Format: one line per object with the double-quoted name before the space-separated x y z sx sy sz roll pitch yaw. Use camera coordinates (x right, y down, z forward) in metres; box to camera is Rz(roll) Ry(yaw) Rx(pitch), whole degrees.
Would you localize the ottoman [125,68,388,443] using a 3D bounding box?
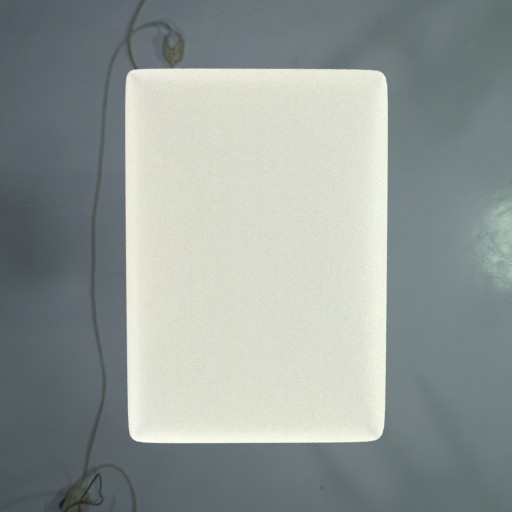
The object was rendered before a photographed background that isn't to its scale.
"ottoman" 0.000 0.000 1.175 0.581 0.497 0.835 0 91 -1
